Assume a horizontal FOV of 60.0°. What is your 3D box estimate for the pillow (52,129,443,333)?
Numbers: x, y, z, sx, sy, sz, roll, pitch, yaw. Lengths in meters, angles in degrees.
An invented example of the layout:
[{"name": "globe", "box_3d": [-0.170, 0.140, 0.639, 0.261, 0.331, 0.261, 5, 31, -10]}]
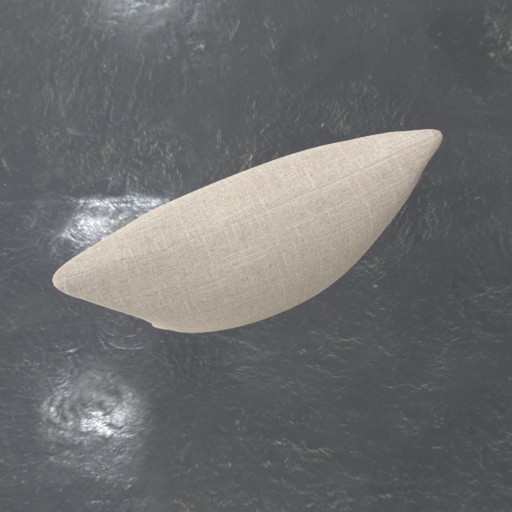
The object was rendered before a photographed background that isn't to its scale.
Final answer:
[{"name": "pillow", "box_3d": [0.000, 0.000, 0.625, 0.414, 0.399, 0.173, -22, 76, -6]}]
